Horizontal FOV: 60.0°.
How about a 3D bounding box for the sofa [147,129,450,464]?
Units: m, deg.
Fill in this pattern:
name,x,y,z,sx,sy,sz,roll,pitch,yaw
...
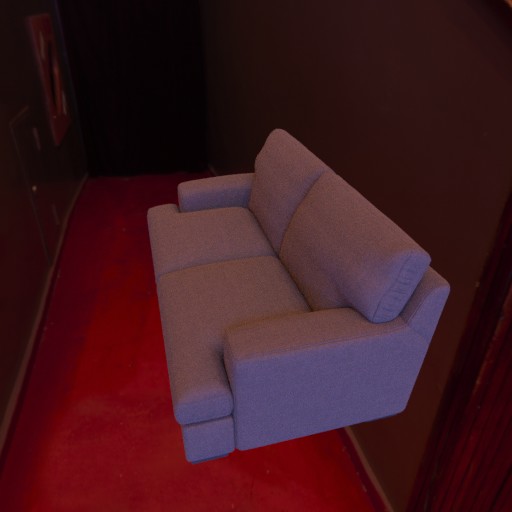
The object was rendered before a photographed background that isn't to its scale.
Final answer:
name,x,y,z,sx,sy,sz,roll,pitch,yaw
sofa,0.000,0.000,2.516,1.140,0.950,1.869,-8,32,-13
